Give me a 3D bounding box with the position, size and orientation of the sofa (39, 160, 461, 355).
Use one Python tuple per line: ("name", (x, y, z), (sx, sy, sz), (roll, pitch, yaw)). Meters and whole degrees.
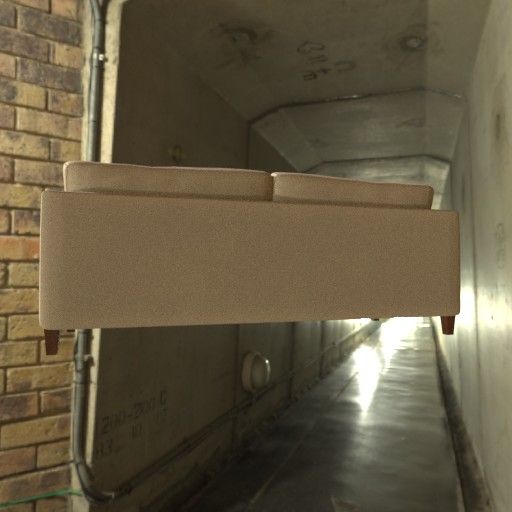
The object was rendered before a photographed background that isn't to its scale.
("sofa", (0.000, 0.000, 2.803), (2.361, 0.968, 0.951), (1, -2, -17))
